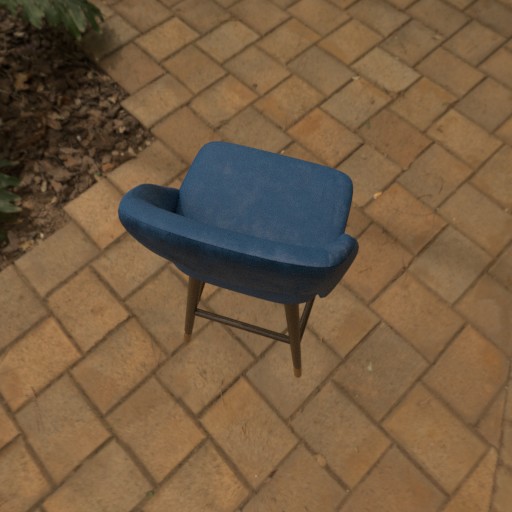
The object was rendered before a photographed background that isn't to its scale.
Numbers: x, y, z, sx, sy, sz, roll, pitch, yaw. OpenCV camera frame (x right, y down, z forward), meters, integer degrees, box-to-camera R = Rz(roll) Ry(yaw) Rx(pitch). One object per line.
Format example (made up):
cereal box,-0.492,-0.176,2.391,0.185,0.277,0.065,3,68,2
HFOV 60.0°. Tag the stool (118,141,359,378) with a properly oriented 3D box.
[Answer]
stool,0.000,0.000,1.305,0.514,1.016,0.515,16,65,8
